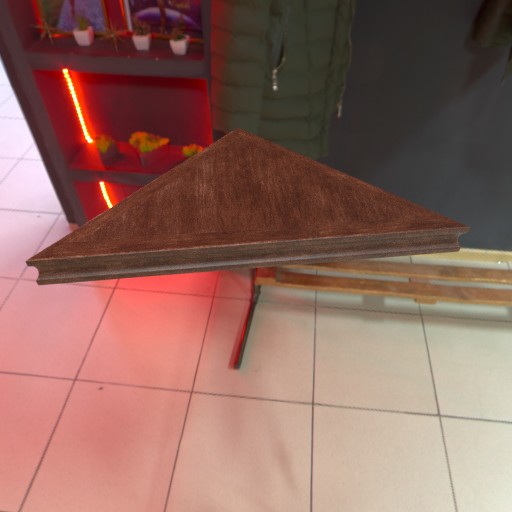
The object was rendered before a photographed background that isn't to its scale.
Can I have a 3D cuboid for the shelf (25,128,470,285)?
[{"bbox_3d":[0.000,0.000,0.427,0.296,0.035,0.296,30,53,26],"label":"shelf"}]
